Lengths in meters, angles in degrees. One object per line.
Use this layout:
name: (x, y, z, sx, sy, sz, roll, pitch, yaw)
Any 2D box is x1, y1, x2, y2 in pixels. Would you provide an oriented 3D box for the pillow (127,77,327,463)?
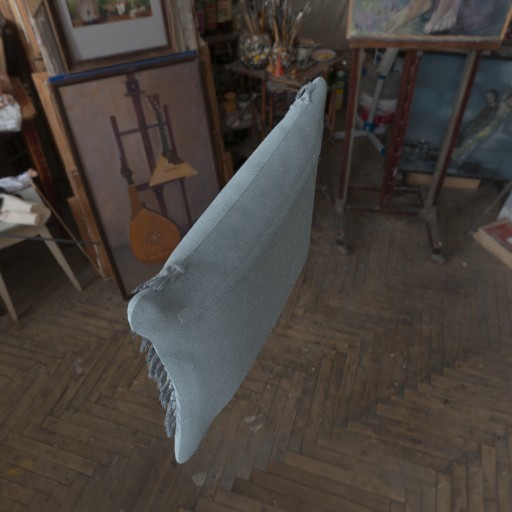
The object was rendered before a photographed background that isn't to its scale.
pillow: (0.000, 0.000, 0.580, 0.084, 0.305, 0.466, 17, 47, 17)
